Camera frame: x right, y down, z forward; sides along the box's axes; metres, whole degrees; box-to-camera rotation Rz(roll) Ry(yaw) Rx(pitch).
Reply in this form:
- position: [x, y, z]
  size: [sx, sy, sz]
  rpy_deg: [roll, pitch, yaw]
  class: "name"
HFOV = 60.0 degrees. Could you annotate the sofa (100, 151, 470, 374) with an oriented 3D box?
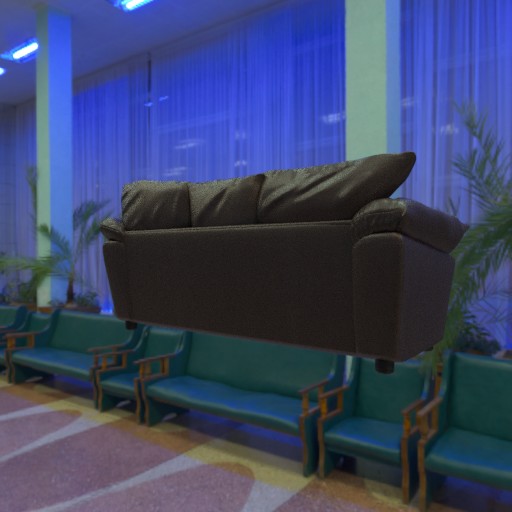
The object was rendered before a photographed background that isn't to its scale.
- position: [0.000, 0.000, 2.894]
  size: [2.390, 1.091, 0.907]
  rpy_deg: [0, 0, 38]
  class: "sofa"
